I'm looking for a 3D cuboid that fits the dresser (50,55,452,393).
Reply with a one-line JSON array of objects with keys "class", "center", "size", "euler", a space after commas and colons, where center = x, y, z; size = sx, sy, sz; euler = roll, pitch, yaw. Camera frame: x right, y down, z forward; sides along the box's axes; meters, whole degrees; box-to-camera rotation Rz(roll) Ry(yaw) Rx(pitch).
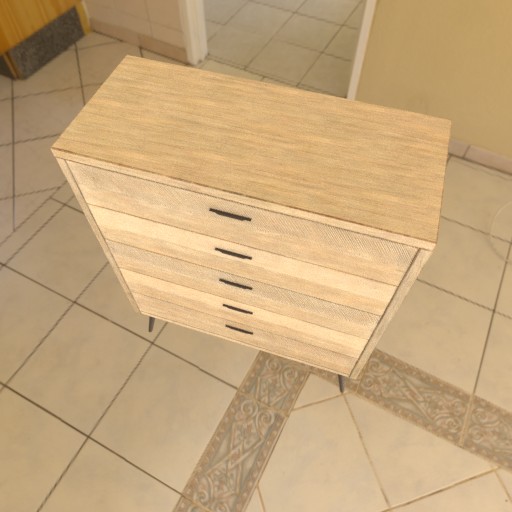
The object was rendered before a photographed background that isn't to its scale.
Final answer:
[{"class": "dresser", "center": [0.000, 0.000, 1.724], "size": [1.016, 1.219, 0.457], "euler": [15, 58, 10]}]
